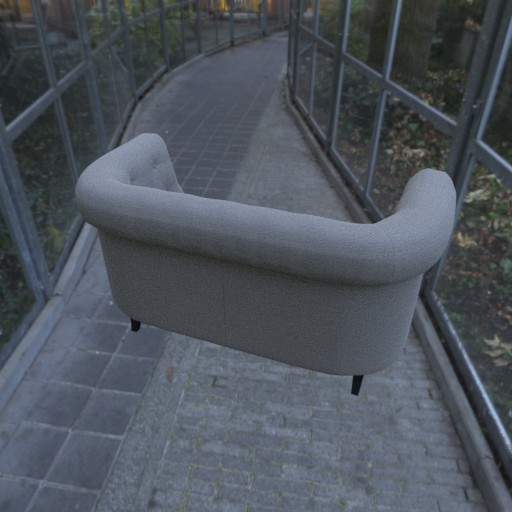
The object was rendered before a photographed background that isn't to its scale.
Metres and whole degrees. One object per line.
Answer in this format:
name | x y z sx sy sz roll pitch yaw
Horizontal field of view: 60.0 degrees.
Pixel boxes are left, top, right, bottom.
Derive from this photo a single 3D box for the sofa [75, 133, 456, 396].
sofa | 0.000 0.000 2.023 1.558 0.827 0.835 12 35 18
